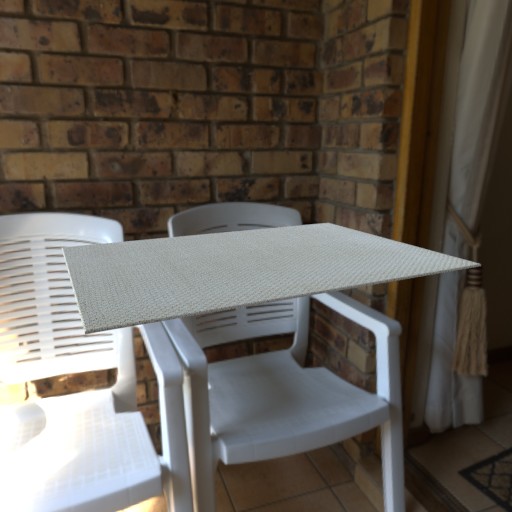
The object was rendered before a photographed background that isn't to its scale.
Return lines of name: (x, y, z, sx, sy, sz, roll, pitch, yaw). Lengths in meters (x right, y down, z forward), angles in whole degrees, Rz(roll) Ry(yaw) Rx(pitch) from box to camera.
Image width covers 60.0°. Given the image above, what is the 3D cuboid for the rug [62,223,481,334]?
rug: (0.000, 0.000, 2.752, 2.144, 0.013, 1.509, -7, 16, -25)
